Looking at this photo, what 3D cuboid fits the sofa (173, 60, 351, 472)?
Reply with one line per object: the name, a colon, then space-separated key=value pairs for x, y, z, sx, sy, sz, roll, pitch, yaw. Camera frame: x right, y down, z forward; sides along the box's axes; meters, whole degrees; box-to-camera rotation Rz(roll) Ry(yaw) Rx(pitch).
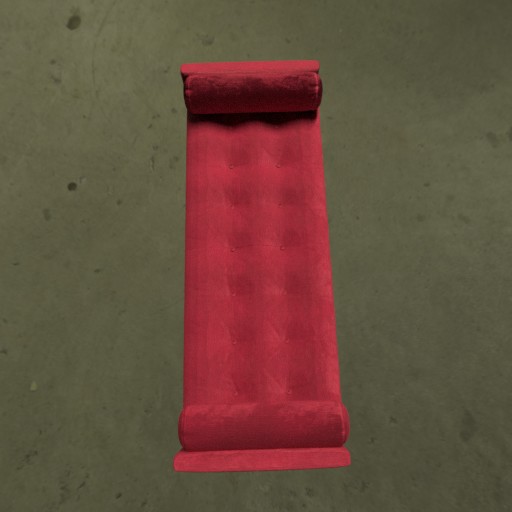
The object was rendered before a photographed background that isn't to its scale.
sofa: x=0.000 y=0.000 z=2.470 sx=0.796 sy=0.705 sz=2.102 roll=-2 pitch=75 yaw=0
